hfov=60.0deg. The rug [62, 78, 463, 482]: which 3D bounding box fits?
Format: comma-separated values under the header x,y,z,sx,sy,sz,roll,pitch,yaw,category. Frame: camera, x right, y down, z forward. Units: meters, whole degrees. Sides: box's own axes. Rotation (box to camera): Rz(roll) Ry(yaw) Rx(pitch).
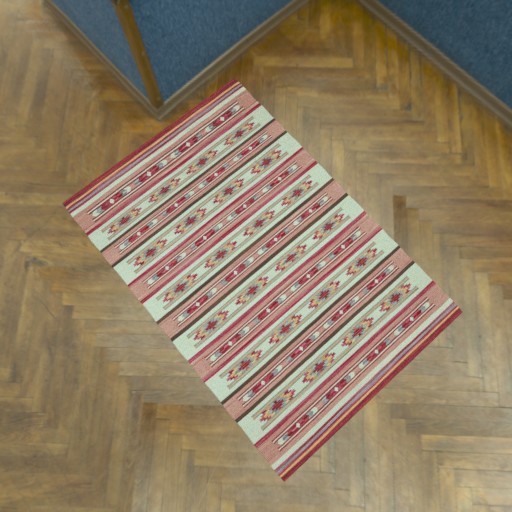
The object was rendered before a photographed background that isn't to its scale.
x,y,z,sx,sy,sz,roll,pitch,yaw,category
0.000,0.000,2.331,1.223,0.008,1.817,-40,79,-10,rug
